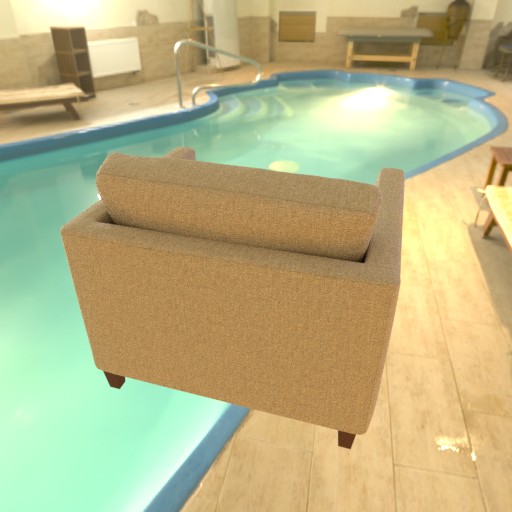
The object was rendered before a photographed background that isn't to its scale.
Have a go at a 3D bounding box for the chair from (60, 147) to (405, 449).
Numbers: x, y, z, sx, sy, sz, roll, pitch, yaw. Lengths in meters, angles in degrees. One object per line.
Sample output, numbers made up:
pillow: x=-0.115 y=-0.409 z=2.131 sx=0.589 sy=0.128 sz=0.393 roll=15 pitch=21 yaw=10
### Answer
chair: x=0.000 y=0.000 z=1.839 sx=1.107 sy=0.961 sz=0.959 roll=9 pitch=33 yaw=14
